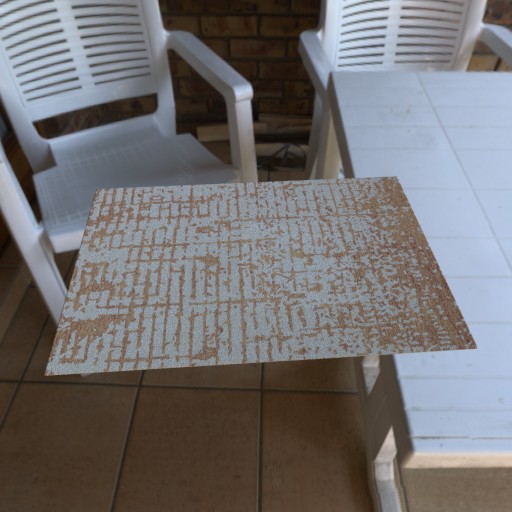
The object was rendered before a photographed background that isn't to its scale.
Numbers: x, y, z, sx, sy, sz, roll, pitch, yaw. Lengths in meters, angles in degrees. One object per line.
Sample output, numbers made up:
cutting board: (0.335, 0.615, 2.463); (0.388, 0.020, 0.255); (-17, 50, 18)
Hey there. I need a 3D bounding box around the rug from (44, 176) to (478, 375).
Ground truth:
rug: (0.000, 0.000, 2.277); (1.829, 0.011, 1.219); (-3, 47, -3)
